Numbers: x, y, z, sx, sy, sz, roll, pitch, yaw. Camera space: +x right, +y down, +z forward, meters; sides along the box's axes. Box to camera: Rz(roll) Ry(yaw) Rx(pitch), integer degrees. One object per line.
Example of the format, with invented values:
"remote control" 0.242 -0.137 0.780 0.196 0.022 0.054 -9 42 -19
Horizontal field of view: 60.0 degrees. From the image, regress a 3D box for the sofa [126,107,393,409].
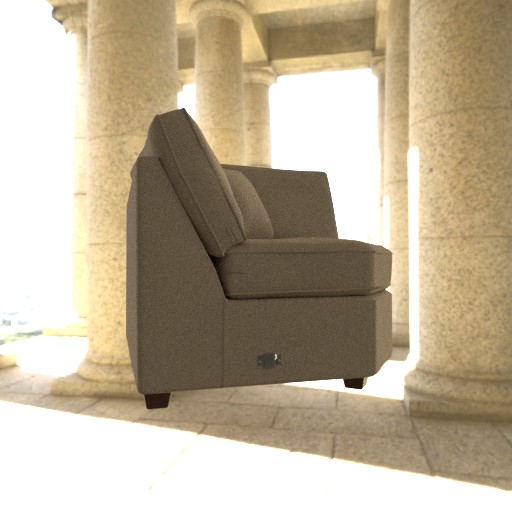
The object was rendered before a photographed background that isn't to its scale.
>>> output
"sofa" 0.000 0.000 1.880 1.042 0.937 1.050 0 -1 -17
